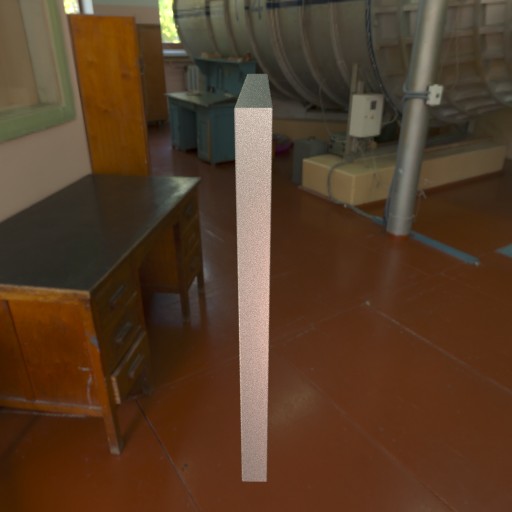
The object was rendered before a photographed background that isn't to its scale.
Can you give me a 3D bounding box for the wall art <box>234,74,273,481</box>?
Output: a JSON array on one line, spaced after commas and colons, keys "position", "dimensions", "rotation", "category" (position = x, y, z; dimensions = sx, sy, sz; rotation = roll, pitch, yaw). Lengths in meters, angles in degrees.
[{"position": [0.000, 0.000, 0.762], "dimensions": [0.038, 0.549, 0.452], "rotation": [0, 26, 1], "category": "wall art"}]
